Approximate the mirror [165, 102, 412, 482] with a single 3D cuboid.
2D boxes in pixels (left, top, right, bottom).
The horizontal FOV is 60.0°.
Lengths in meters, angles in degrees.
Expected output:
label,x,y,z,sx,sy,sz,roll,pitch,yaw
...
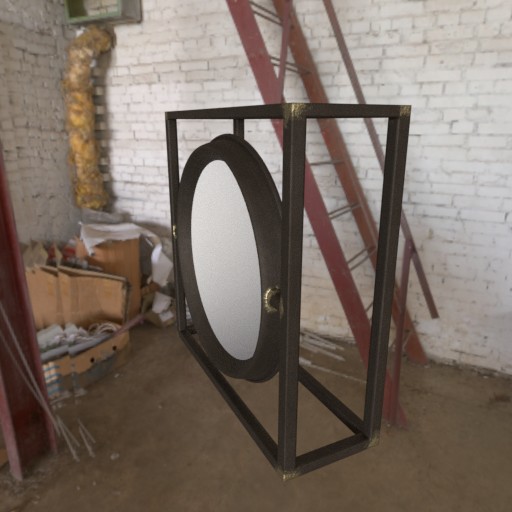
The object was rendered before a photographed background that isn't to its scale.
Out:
label,x,y,z,sx,sy,sz,roll,pitch,yaw
mirror,0.000,0.000,0.482,0.107,0.303,0.306,-8,19,-25
